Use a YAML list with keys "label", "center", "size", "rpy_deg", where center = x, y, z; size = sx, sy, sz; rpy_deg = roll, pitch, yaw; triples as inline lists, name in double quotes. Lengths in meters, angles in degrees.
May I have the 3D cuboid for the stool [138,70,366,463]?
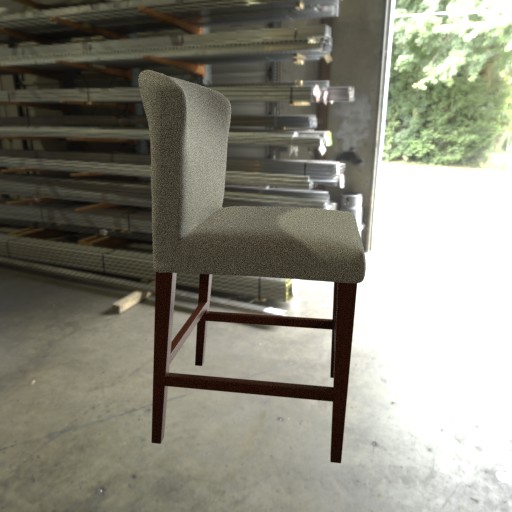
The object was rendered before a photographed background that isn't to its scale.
- label: "stool"
  center: [0.000, 0.000, 1.251]
  size: [0.568, 0.969, 0.481]
  rpy_deg: [3, 17, 9]
